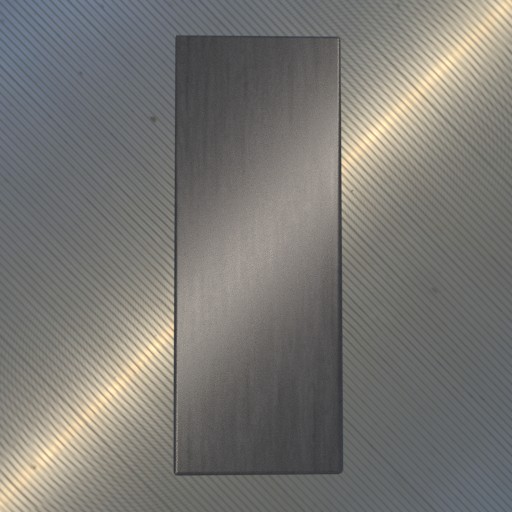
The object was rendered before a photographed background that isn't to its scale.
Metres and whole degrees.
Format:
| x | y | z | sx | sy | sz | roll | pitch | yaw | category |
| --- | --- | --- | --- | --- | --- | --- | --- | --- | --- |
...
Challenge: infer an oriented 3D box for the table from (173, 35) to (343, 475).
| x | y | z | sx | sy | sz | roll | pitch | yaw | category |
| --- | --- | --- | --- | --- | --- | --- | --- | --- | --- |
| 0.000 | 0.000 | 1.554 | 0.459 | 0.735 | 1.184 | 0 | 89 | -1 | table |
